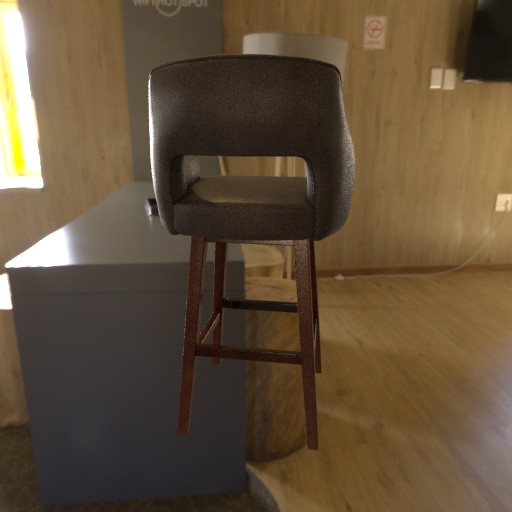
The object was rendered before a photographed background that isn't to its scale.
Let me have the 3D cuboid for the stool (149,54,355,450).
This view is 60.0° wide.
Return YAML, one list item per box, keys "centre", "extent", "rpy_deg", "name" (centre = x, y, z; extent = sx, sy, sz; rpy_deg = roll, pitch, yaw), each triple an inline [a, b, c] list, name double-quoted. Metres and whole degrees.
- centre: [0.000, 0.000, 1.331]
  extent: [0.550, 1.041, 0.560]
  rpy_deg: [3, 17, 9]
  name: "stool"
